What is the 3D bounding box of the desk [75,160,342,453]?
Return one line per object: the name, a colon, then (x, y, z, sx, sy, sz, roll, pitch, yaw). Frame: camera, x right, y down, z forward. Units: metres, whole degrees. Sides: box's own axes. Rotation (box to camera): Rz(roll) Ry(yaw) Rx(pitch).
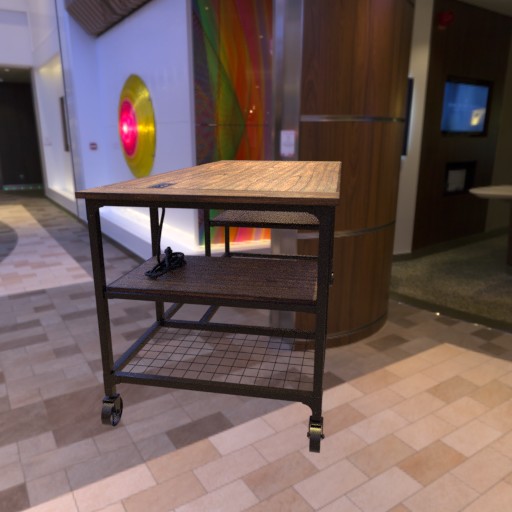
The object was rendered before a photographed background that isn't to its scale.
desk: (0.000, 0.000, 1.983, 0.711, 0.751, 1.590, 3, 16, 10)
